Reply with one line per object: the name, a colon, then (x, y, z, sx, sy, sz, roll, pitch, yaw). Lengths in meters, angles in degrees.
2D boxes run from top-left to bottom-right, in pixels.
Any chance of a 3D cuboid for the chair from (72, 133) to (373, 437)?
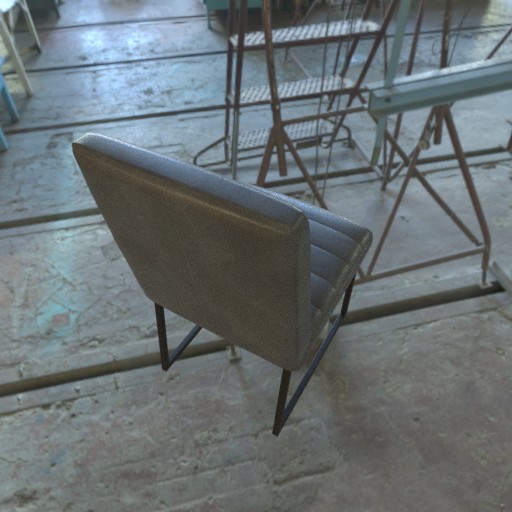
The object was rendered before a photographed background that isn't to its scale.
chair: (0.000, 0.000, 1.293, 0.520, 0.930, 0.634, 23, 50, 21)
